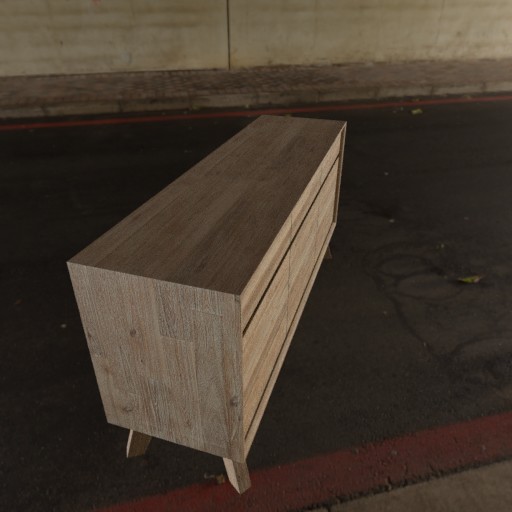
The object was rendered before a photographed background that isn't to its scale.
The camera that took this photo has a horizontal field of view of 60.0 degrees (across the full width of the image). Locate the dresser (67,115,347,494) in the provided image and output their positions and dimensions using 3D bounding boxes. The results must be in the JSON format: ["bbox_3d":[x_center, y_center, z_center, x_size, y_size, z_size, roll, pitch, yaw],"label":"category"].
[{"bbox_3d":[0.000,0.000,1.884,0.455,0.788,1.602,10,32,16],"label":"dresser"}]
